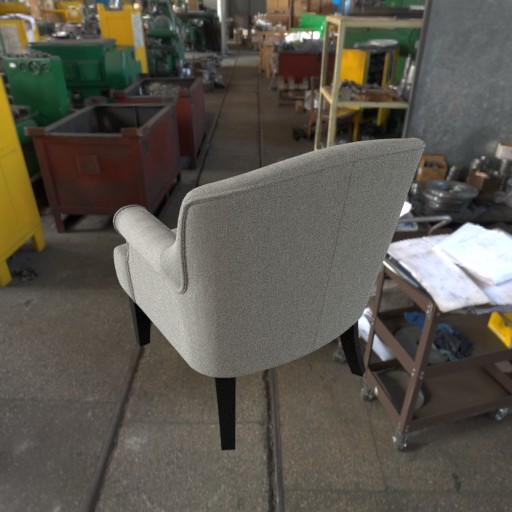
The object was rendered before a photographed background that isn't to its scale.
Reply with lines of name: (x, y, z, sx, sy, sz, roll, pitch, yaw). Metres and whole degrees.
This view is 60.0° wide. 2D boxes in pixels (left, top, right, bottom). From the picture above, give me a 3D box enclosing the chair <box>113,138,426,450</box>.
chair: (0.000, 0.000, 1.420, 0.772, 0.880, 0.755, -18, 35, -28)
